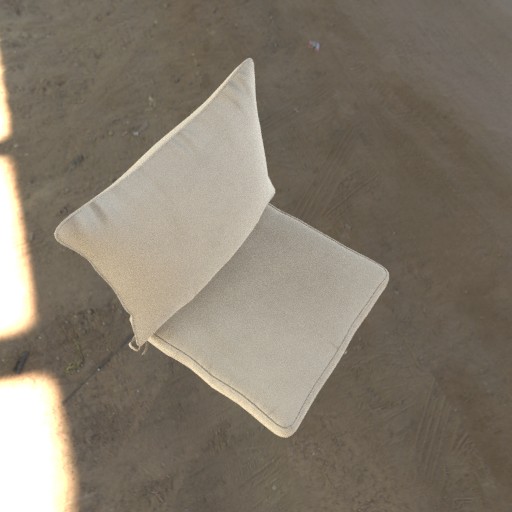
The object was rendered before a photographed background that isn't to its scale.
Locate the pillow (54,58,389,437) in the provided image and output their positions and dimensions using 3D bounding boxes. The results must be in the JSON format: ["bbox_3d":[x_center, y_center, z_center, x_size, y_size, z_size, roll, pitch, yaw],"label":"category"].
[{"bbox_3d":[0.000,0.000,1.361,0.733,0.716,0.798,31,64,17],"label":"pillow"}]
